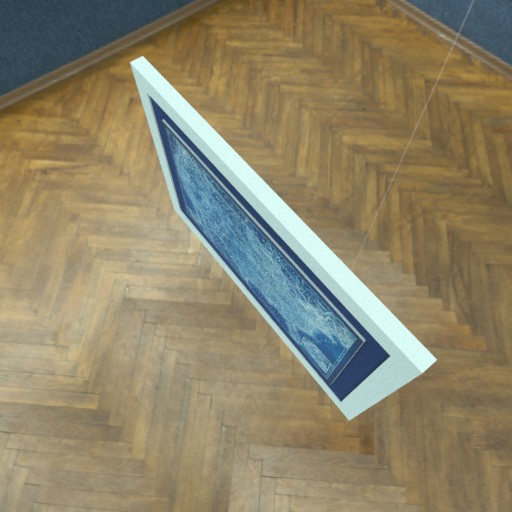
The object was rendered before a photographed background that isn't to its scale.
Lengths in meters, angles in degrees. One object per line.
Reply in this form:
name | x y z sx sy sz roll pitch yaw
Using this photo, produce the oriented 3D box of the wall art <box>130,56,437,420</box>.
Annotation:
wall art | 0.000 0.000 1.662 0.051 0.902 1.308 -35 68 -16
